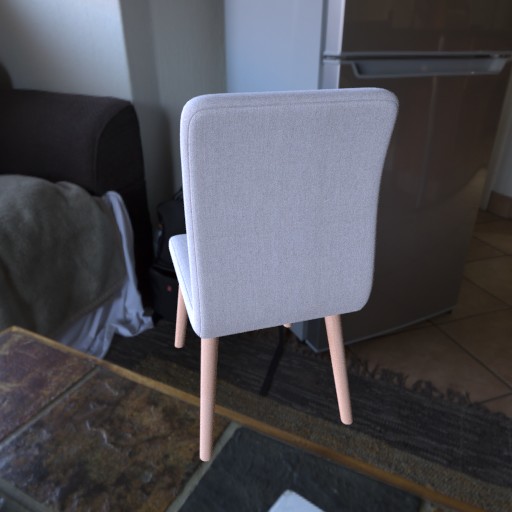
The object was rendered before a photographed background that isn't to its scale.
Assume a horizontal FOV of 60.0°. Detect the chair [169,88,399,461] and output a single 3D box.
[{"bbox_3d":[0.000,0.000,1.179,0.435,0.885,0.550,-8,28,-15],"label":"chair"}]
